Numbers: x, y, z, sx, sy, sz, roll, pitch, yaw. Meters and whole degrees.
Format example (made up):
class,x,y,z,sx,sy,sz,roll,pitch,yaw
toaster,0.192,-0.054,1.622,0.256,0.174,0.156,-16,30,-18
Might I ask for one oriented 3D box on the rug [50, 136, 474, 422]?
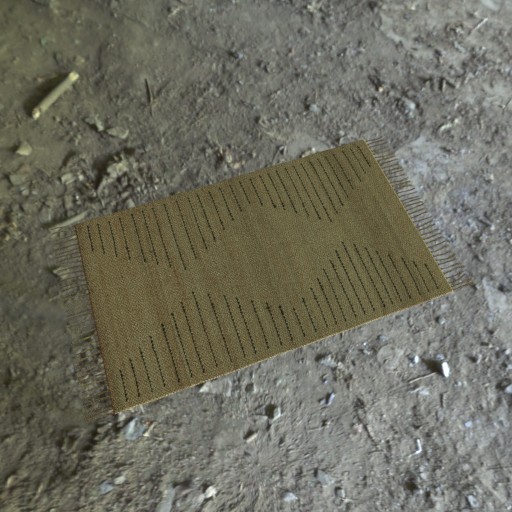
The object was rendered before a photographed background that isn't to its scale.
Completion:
class,x,y,z,sx,sy,sz,roll,pitch,yaw
rug,0.000,0.000,1.989,1.718,0.017,0.905,-18,66,-8
